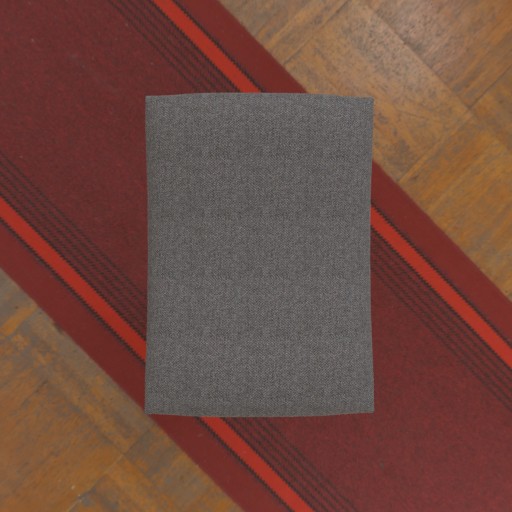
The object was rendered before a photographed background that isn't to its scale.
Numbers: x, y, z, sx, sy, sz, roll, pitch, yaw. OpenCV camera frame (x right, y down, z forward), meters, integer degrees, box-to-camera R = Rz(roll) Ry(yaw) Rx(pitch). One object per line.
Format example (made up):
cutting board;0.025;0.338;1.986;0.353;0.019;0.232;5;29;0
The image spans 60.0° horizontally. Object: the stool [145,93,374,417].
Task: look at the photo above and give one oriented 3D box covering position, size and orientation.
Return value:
stool;0.000;0.000;1.025;0.372;0.742;0.504;0;90;-1
